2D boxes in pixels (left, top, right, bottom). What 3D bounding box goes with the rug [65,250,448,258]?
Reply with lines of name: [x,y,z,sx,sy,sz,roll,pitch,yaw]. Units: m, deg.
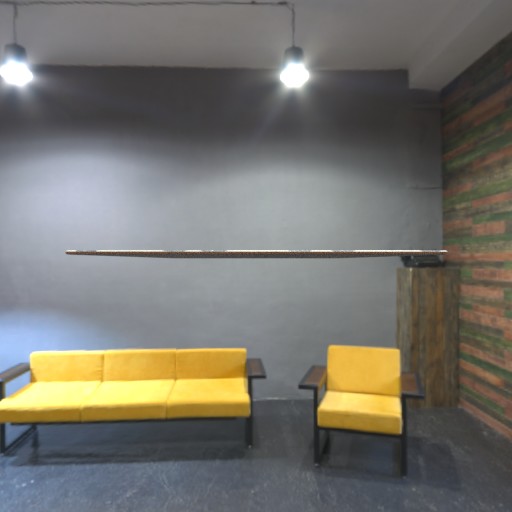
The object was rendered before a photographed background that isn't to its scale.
rug: [0.000,0.000,2.932,1.521,0.017,2.365,0,-1,0]
